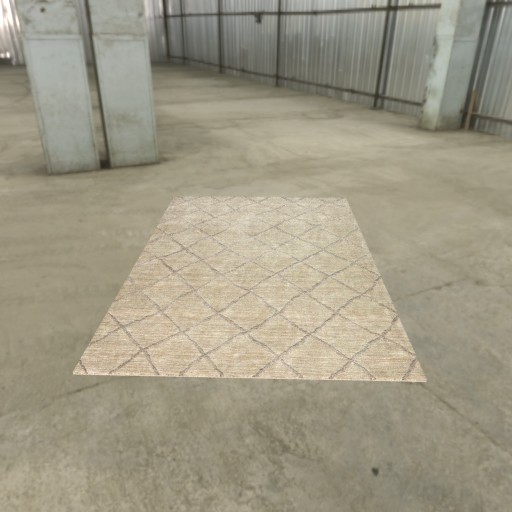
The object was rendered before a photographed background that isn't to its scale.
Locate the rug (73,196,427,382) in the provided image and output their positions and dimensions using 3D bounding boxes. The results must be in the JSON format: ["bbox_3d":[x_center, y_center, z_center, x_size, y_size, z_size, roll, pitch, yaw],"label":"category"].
[{"bbox_3d":[0.000,0.000,2.915,1.521,0.015,2.280,1,27,2],"label":"rug"}]
